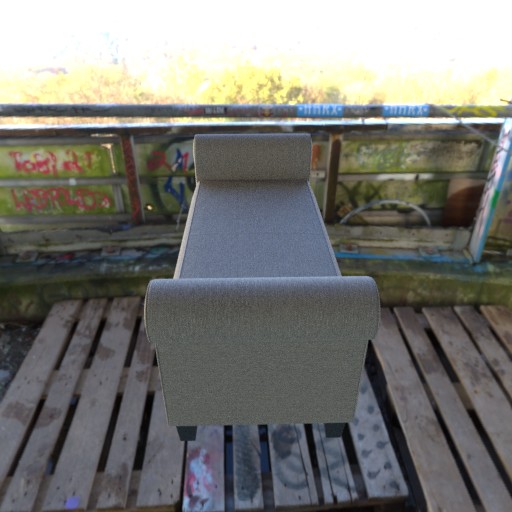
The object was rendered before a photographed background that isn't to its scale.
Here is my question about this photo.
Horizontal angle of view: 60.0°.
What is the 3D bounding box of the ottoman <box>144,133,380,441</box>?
[{"bbox_3d":[0.000,0.000,1.589,0.521,0.547,1.256,-1,32,-1],"label":"ottoman"}]
